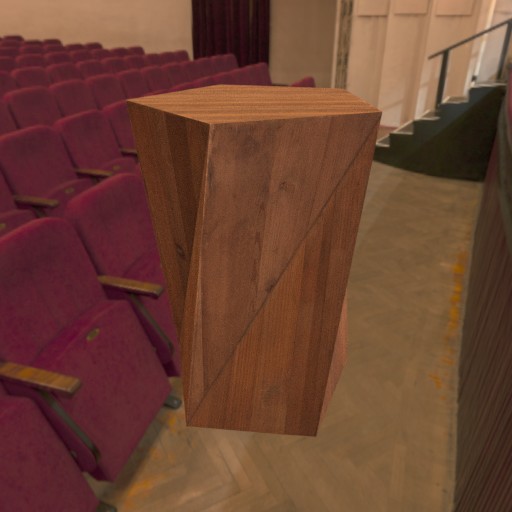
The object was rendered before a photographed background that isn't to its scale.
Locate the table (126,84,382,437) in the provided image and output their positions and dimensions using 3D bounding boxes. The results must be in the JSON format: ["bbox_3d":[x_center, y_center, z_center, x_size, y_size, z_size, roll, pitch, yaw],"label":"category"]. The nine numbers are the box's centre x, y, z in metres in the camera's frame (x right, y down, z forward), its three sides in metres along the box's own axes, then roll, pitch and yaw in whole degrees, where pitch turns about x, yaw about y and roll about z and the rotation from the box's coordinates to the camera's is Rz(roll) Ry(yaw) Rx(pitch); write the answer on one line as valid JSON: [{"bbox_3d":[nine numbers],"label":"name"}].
[{"bbox_3d":[0.000,0.000,0.894,0.425,0.604,0.441,8,29,15],"label":"table"}]
